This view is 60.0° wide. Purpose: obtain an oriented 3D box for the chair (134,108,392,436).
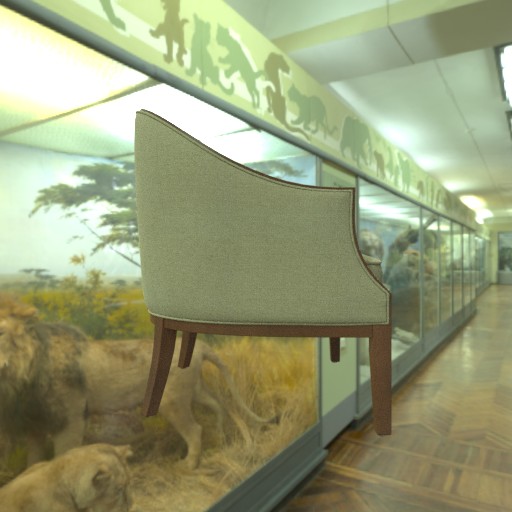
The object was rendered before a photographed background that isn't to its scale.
[{"bbox_3d":[0.000,0.000,1.462,0.735,0.876,0.803,0,0,1],"label":"chair"}]
